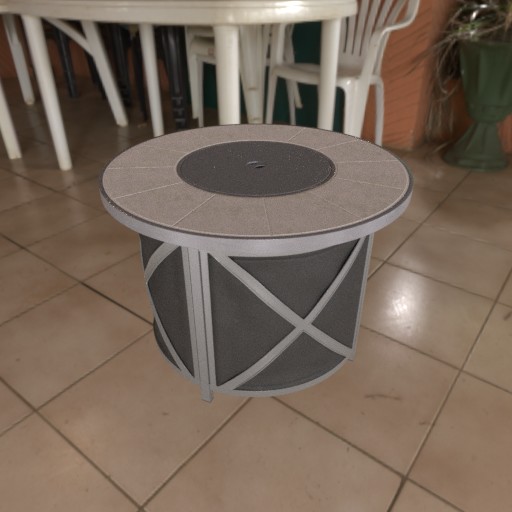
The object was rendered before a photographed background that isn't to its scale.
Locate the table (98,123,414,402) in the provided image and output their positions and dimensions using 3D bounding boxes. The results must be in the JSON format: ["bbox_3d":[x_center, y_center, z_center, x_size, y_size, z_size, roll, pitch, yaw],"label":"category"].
[{"bbox_3d":[0.000,0.000,1.513,0.914,0.650,0.914,0,32,0],"label":"table"}]
